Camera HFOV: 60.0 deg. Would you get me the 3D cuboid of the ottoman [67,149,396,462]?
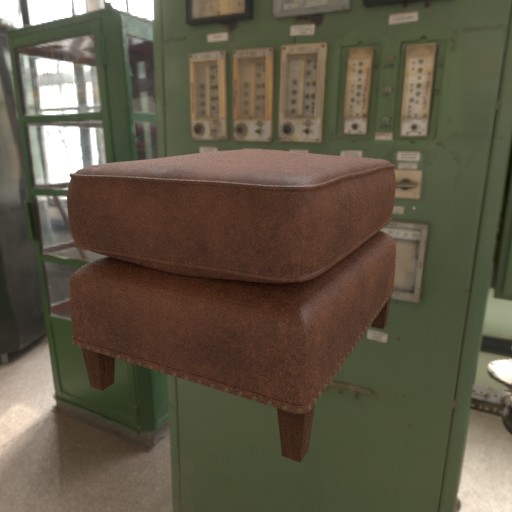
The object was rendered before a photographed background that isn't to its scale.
[{"bbox_3d":[0.000,0.000,1.146,0.589,0.537,0.738,8,17,27],"label":"ottoman"}]
